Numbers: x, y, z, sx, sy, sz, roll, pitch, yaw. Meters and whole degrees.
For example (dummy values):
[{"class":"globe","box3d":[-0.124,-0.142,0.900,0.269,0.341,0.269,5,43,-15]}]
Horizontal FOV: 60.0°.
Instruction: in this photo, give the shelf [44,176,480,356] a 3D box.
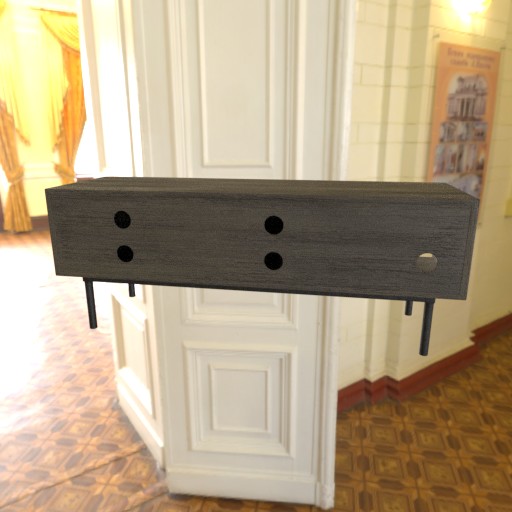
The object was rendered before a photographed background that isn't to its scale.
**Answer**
[{"class":"shelf","box3d":[0.000,0.000,1.560,1.300,0.495,0.400,3,16,10]}]
